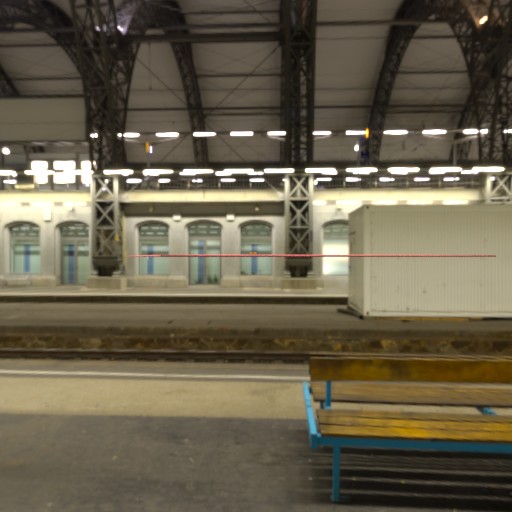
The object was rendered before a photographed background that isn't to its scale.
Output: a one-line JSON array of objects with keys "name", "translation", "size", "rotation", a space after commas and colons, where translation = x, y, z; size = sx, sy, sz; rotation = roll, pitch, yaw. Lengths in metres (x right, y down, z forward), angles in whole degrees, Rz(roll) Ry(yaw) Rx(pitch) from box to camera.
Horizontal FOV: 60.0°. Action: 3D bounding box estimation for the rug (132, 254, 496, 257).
[{"name": "rug", "translation": [0.000, 0.000, 2.954], "size": [1.534, 0.010, 2.423], "rotation": [0, 0, -19]}]
